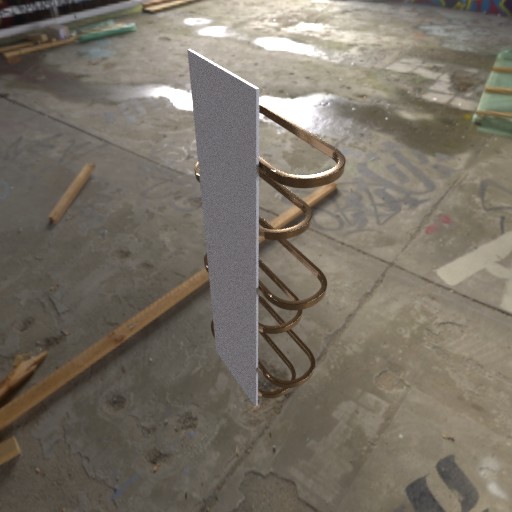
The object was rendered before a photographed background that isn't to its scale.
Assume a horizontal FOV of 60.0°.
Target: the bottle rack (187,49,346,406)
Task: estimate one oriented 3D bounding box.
[{"bbox_3d":[0.000,0.000,0.835,0.118,0.709,0.332,-23,46,-24],"label":"bottle rack"}]
